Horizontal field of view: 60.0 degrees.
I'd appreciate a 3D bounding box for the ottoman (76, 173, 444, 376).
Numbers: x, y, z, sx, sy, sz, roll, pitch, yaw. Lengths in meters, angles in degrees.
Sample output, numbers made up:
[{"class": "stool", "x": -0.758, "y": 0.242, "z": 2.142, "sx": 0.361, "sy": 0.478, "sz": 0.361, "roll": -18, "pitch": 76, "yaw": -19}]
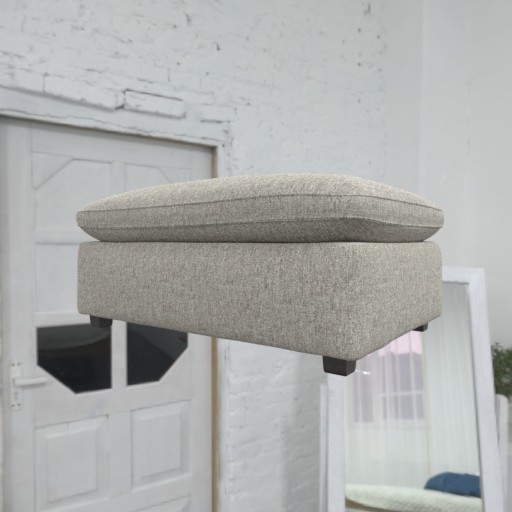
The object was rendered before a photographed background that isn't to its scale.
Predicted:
[{"class": "ottoman", "x": 0.000, "y": 0.000, "z": 1.378, "sx": 0.977, "sy": 0.451, "sz": 0.694, "roll": 2, "pitch": 3, "yaw": 36}]
